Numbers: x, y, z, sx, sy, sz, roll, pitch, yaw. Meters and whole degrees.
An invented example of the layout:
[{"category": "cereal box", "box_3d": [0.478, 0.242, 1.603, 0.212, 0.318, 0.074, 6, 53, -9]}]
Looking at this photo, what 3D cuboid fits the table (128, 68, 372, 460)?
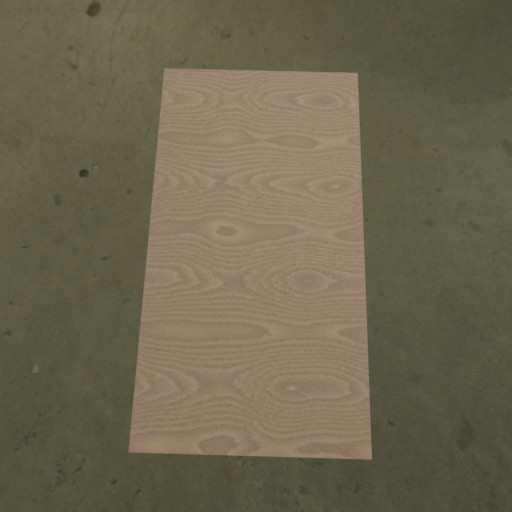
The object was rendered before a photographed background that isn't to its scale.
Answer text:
[{"category": "table", "box_3d": [0.000, 0.000, 1.502, 0.651, 0.347, 1.197, 2, 75, 0]}]
